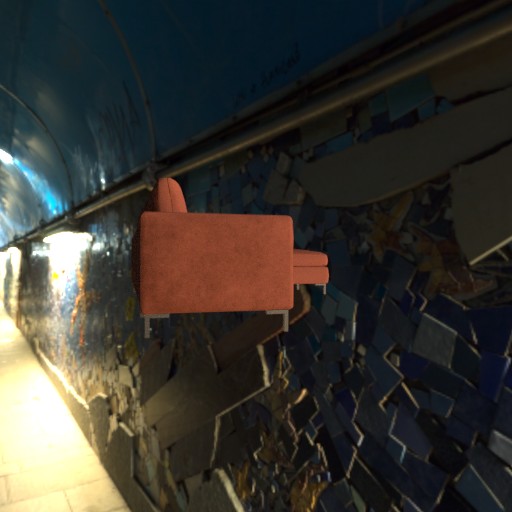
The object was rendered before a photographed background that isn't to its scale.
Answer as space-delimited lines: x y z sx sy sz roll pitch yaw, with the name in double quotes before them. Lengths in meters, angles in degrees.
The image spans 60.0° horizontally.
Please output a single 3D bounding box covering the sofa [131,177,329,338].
"sofa" 0.000 0.000 3.530 1.879 0.757 2.736 0 0 -17
